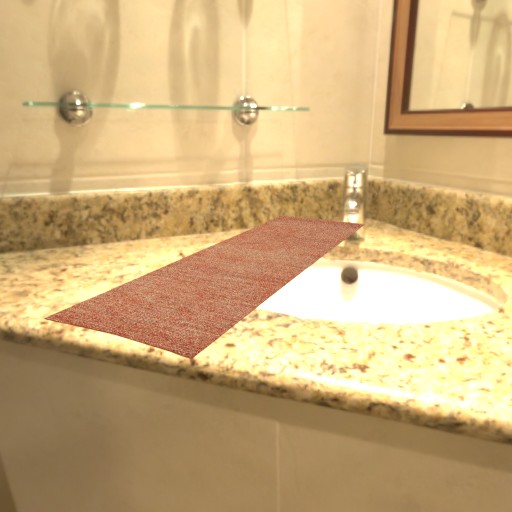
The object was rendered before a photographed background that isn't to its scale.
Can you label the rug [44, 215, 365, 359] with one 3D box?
[{"bbox_3d":[0.000,0.000,2.636,0.718,0.013,2.353,8,19,26],"label":"rug"}]
